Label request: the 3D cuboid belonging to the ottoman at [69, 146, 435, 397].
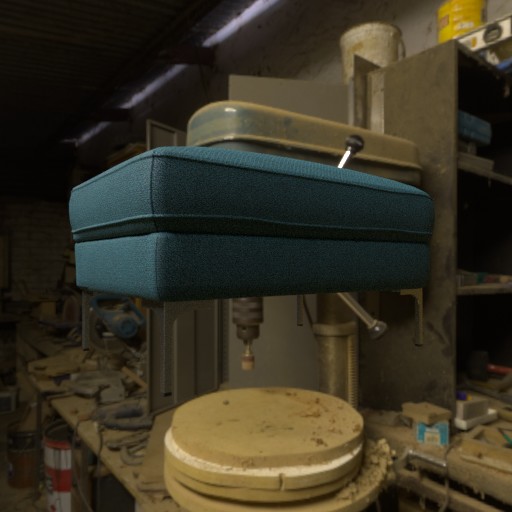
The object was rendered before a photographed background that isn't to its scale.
[{"bbox_3d":[0.000,0.000,1.197,0.856,0.498,0.563,1,-1,-37],"label":"ottoman"}]
